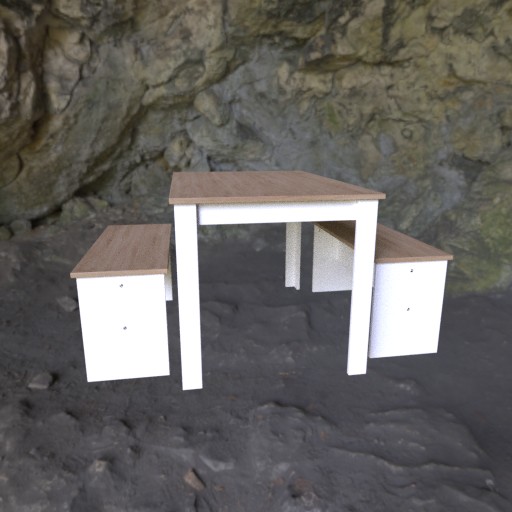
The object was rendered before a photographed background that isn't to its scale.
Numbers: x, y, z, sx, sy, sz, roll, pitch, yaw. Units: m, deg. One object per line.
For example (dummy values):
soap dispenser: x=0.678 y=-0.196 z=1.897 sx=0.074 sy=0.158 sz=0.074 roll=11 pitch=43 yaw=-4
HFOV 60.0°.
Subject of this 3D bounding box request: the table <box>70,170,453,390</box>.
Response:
table: x=0.000 y=0.000 z=2.075 sx=1.443 sy=0.700 sz=1.100 roll=-2 pitch=15 yaw=-9
